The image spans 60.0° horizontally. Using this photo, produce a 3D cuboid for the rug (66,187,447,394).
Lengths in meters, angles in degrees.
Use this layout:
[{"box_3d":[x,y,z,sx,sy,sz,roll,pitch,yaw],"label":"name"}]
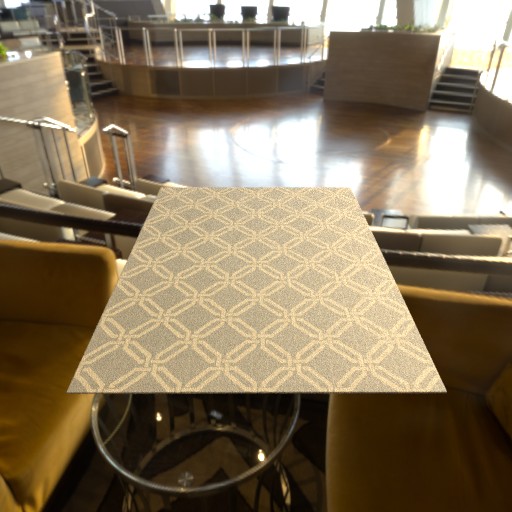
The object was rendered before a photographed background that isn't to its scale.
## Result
[{"box_3d":[0.000,0.000,4.265,2.438,0.013,3.353,0,32,0],"label":"rug"}]
